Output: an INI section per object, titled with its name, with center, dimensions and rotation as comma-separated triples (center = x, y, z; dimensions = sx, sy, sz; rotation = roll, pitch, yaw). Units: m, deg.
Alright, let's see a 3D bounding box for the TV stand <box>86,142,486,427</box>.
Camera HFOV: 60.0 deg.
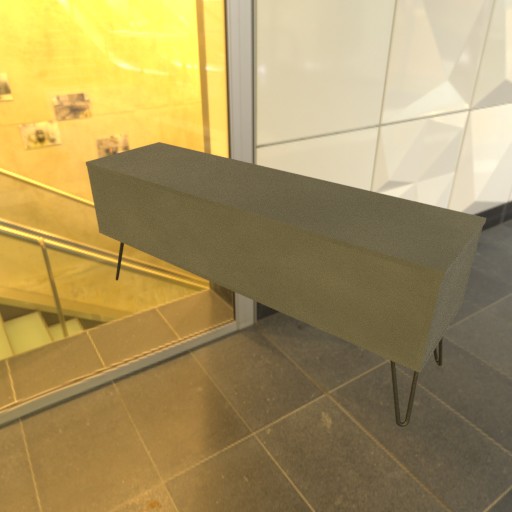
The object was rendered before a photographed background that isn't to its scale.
[TV stand]
center = 0.000, 0.000, 1.665
dimensions = 1.400, 0.560, 0.400
rotation = 20, 35, 32
